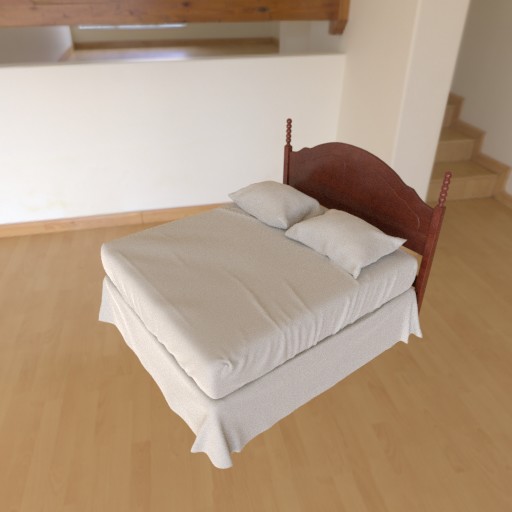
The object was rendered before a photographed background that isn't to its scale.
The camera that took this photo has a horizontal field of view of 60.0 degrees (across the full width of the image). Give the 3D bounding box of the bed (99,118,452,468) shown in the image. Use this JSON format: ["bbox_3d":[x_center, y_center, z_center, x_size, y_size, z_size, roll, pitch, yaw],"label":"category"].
[{"bbox_3d":[0.000,0.000,3.294,2.040,1.356,1.873,-22,38,-31],"label":"bed"}]
